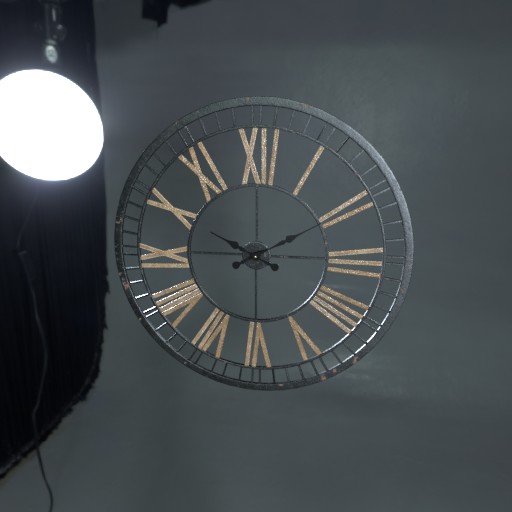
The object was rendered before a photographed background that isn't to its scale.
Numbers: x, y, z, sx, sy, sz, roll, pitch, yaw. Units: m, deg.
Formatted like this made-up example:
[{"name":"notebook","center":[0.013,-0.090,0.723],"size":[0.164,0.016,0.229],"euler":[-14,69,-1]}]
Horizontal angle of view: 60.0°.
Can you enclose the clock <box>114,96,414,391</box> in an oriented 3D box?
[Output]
[{"name":"clock","center":[0.000,0.000,1.237],"size":[0.843,0.843,0.025],"euler":[2,15,9]}]
